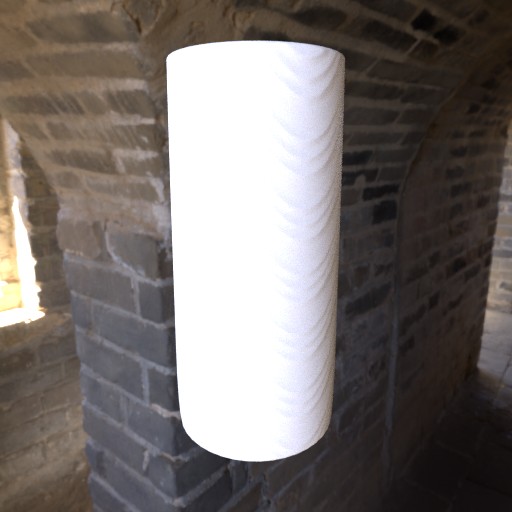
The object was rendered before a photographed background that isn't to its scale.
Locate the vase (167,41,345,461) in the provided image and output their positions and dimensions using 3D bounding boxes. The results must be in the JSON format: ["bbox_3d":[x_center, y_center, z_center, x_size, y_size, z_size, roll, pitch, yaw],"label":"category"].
[{"bbox_3d":[0.000,0.000,0.385,0.143,0.316,0.143,0,14,0],"label":"vase"}]
